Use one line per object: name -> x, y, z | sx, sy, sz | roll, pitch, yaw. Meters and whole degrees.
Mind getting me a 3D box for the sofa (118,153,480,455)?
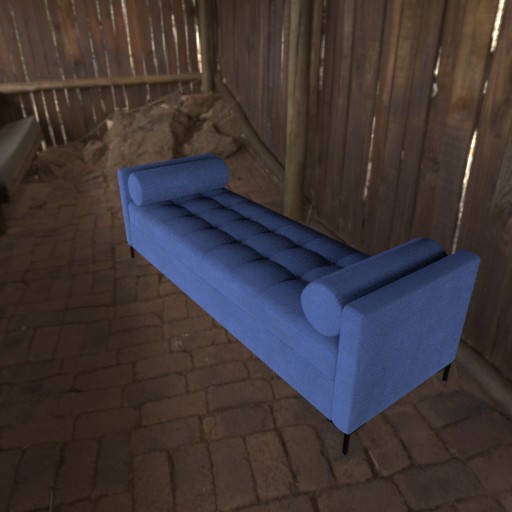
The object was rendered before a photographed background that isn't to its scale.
sofa -> 0.000, 0.000, 2.351 | 0.686, 0.635, 1.981 | -19, 33, -32
